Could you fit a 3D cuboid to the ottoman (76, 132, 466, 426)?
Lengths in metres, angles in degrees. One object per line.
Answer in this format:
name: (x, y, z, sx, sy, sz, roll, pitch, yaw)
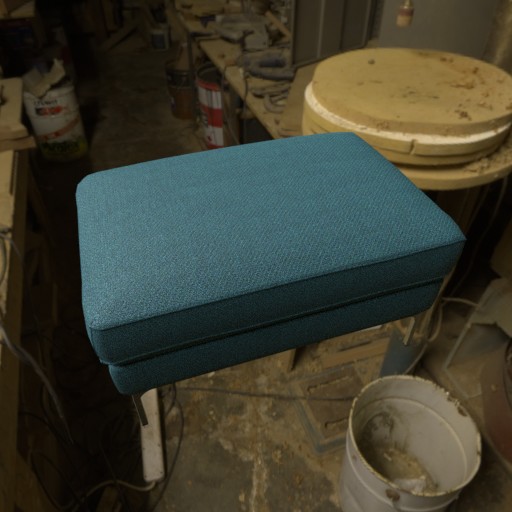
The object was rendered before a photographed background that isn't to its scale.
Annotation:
ottoman: (0.000, 0.000, 1.210, 0.856, 0.498, 0.563, -13, 43, -14)
